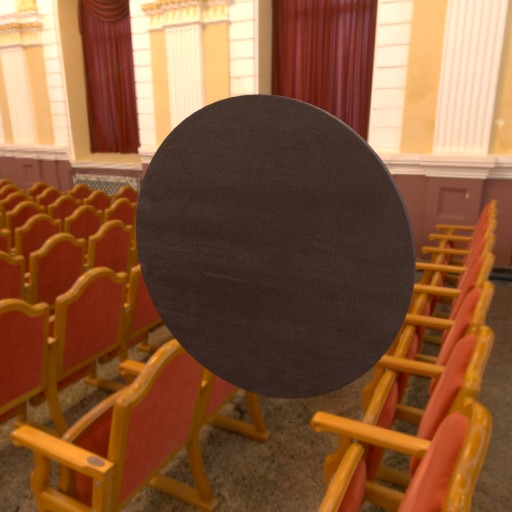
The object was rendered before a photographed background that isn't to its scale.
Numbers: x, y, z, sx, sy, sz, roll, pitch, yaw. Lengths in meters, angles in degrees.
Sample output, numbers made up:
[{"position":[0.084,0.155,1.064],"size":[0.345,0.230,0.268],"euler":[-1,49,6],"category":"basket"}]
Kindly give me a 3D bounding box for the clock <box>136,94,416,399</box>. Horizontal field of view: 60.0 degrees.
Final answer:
[{"position":[0.000,0.000,0.869],"size":[0.595,0.595,0.029],"euler":[8,18,27],"category":"clock"}]
